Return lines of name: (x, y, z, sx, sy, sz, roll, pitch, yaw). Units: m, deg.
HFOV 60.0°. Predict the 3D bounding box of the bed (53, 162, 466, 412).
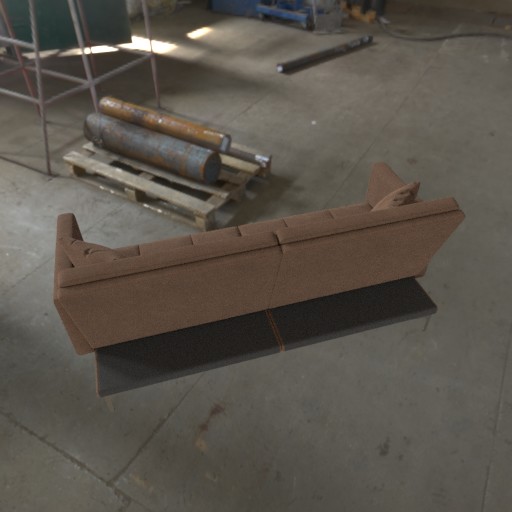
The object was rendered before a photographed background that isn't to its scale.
bed: (0.000, 0.000, 2.295, 1.905, 0.787, 0.889, -11, 43, -12)
